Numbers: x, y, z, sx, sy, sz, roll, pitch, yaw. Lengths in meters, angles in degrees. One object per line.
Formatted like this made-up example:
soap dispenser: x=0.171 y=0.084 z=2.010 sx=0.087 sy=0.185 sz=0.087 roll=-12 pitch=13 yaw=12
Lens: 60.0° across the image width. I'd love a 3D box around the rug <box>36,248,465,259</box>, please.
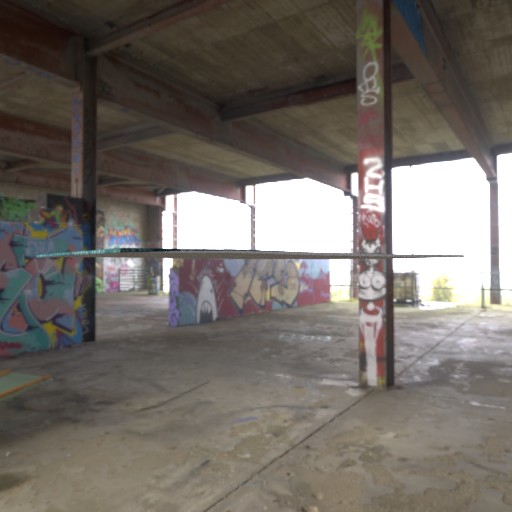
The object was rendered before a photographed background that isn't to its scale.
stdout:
rug: x=0.000 y=0.000 z=2.115 sx=1.728 sy=0.017 sz=1.136 roll=1 pitch=-1 yaw=-36
